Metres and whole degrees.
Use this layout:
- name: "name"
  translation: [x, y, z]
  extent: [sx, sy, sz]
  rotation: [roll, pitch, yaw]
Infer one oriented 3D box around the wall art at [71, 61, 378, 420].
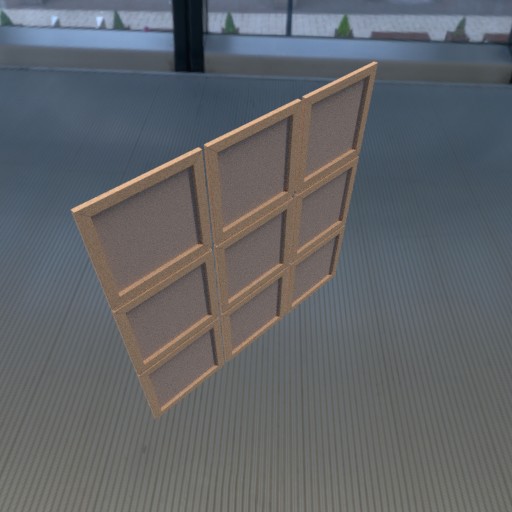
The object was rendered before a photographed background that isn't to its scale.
- name: "wall art"
  translation: [0.000, 0.000, 1.352]
  extent: [0.917, 0.910, 0.012]
  rotation: [-34, 56, -28]
